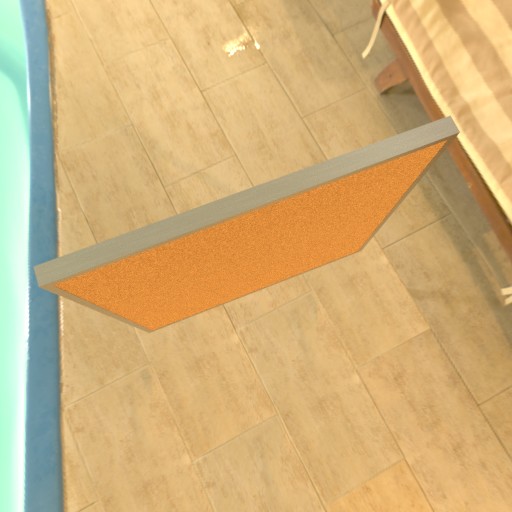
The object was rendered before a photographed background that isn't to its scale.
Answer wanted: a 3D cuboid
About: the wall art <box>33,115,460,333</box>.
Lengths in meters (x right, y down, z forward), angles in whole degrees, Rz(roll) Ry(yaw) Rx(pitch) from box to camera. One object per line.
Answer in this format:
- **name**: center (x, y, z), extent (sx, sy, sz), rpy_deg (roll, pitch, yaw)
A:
- **wall art**: center (0.000, 0.000, 1.184), extent (0.806, 0.806, 0.038), rpy_deg (-21, 76, -6)
